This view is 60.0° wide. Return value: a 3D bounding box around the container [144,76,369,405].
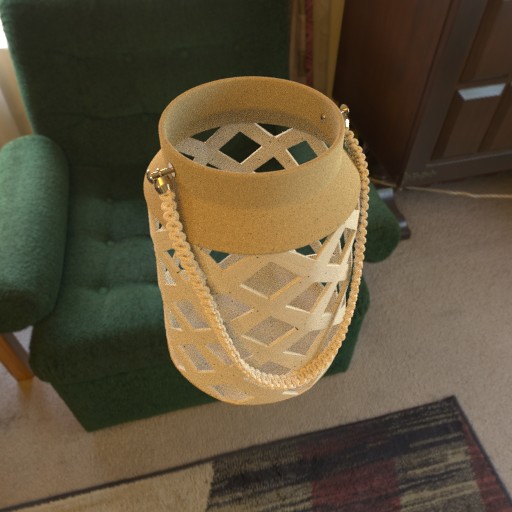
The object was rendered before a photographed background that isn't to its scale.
[{"bbox_3d":[0.000,0.000,0.341,0.163,0.229,0.172,-24,52,-21],"label":"container"}]
